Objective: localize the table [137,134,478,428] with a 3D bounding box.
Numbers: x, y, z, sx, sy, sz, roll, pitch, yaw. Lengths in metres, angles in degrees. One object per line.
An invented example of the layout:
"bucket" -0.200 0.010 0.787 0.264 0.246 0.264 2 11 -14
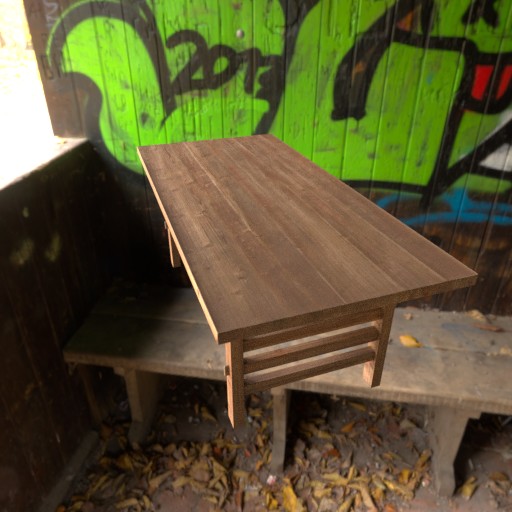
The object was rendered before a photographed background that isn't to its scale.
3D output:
"table" 0.000 0.000 2.428 0.952 0.760 2.003 -10 32 -17
